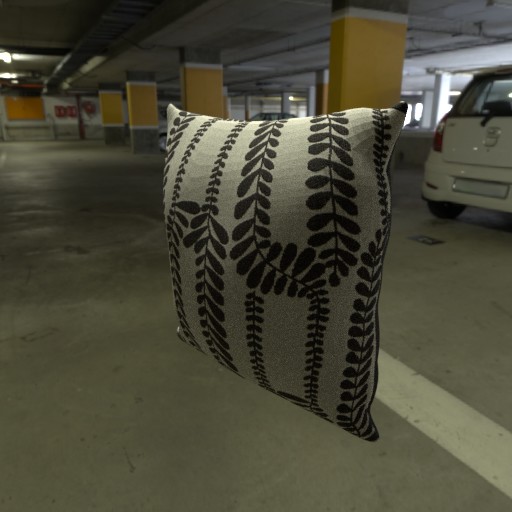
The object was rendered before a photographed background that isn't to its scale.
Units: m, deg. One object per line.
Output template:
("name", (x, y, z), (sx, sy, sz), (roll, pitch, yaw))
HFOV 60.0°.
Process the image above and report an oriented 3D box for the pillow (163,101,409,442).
("pillow", (0.000, 0.000, 0.663), (0.440, 0.441, 0.182), (16, 24, 42))
